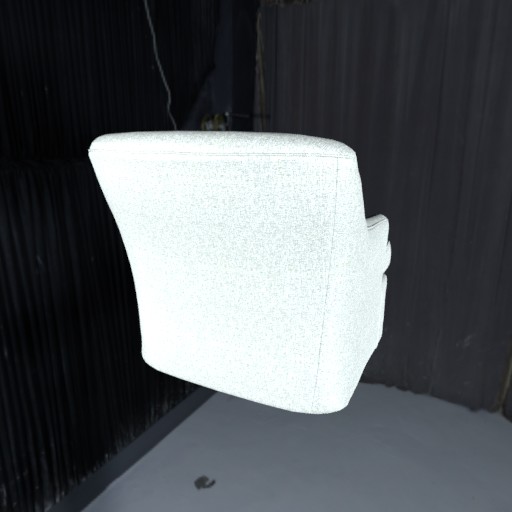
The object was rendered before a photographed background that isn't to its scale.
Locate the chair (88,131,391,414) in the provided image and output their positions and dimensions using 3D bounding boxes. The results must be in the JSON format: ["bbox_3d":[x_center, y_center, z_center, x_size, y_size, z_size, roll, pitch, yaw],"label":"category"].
[{"bbox_3d":[0.000,0.000,1.584,0.864,0.856,0.923,8,17,27],"label":"chair"}]
